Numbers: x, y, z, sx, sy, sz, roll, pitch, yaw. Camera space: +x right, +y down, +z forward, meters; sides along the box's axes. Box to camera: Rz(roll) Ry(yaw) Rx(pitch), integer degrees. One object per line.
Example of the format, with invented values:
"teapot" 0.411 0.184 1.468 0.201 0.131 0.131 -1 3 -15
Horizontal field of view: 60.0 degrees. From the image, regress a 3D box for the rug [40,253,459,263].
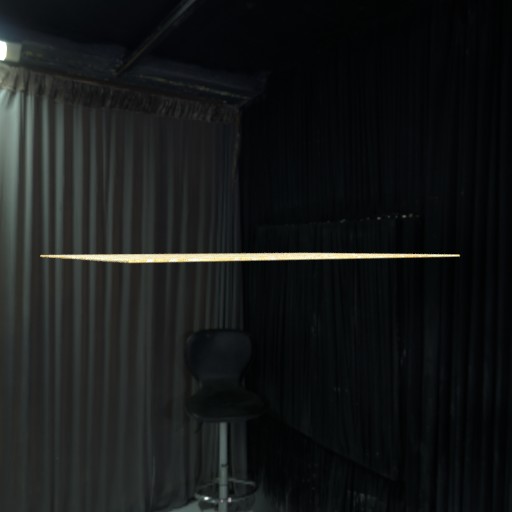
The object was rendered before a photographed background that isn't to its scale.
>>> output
"rug" 0.000 0.000 2.300 1.829 0.010 1.213 -1 1 -37
